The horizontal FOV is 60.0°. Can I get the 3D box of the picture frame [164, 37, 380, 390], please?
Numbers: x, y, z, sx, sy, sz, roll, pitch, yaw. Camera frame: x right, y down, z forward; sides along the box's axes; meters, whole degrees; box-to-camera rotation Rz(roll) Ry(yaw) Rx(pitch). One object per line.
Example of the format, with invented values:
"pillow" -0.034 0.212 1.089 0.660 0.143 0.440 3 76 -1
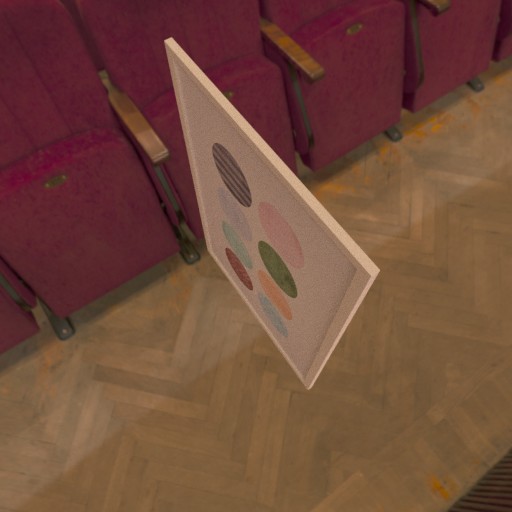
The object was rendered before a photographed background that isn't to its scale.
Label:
"picture frame" 0.000 0.000 0.855 0.013 0.657 0.457 -31 67 -15
